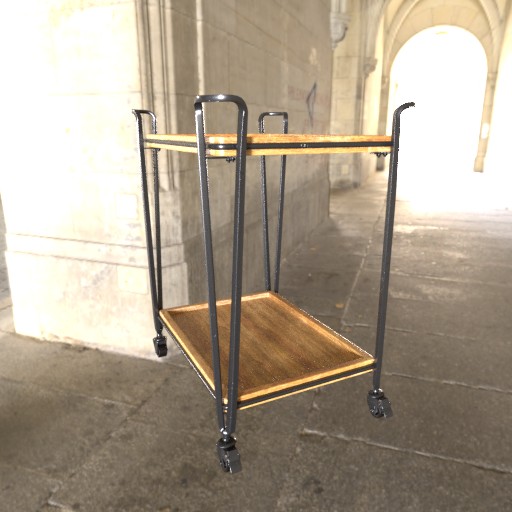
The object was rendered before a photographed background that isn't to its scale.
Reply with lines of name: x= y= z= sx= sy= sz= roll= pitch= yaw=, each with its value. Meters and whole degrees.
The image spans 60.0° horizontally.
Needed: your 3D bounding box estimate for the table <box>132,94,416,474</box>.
table: x=0.000 y=0.000 z=1.224 sx=0.505 sy=0.785 sz=0.672 roll=-8 pitch=18 yaw=-25
